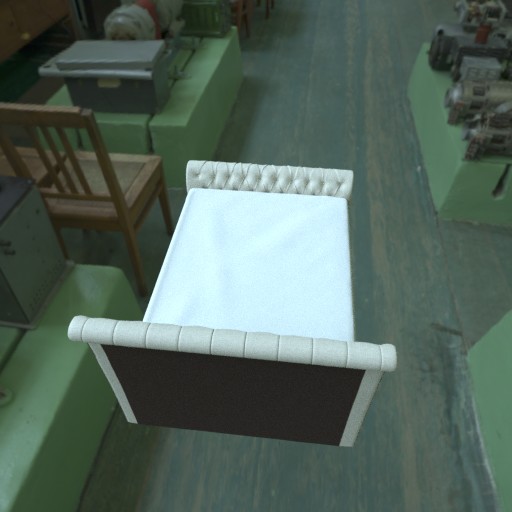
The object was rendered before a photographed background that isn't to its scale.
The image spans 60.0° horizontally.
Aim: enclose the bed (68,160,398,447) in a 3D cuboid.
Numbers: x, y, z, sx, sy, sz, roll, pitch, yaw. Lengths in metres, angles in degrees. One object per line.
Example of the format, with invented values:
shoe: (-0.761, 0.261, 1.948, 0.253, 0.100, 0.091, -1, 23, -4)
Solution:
bed: (0.000, 0.000, 3.417, 1.606, 1.268, 2.493, 5, 45, 4)
